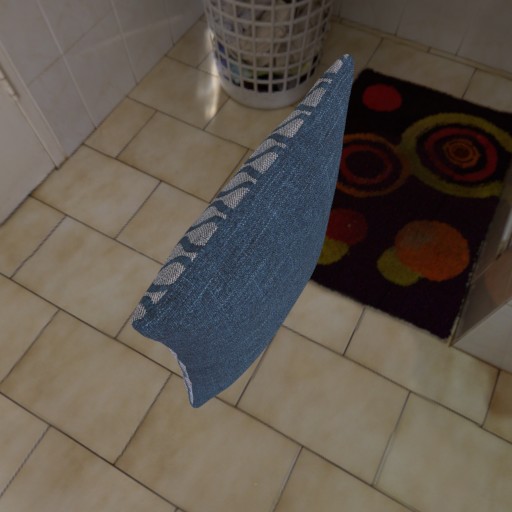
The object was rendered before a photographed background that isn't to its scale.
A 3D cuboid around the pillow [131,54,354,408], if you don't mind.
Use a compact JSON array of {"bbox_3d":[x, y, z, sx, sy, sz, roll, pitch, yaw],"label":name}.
[{"bbox_3d":[0.000,0.000,0.670,0.159,0.435,0.435,28,66,14],"label":"pillow"}]
